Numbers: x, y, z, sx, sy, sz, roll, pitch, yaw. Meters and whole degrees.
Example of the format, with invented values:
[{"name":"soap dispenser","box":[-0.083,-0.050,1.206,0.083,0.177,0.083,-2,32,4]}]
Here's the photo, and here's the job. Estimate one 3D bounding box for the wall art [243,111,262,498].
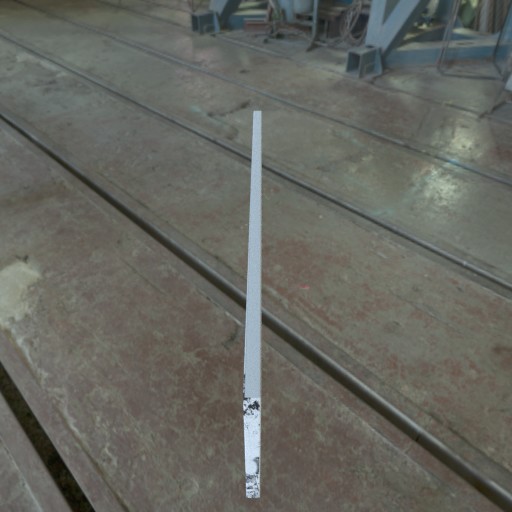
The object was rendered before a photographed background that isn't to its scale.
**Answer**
[{"name":"wall art","box":[0.000,0.000,1.672,0.039,0.507,1.520,0,40,0]}]
